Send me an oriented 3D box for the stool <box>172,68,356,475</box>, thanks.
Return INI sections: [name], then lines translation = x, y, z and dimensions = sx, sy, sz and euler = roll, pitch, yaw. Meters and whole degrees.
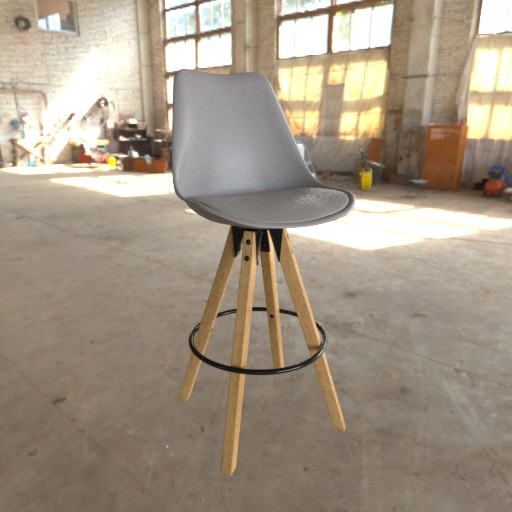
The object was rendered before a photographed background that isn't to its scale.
[stool]
translation = 0.000, 0.000, 1.380
dimensions = 0.485, 1.115, 0.550
euler = -9, 19, -26
